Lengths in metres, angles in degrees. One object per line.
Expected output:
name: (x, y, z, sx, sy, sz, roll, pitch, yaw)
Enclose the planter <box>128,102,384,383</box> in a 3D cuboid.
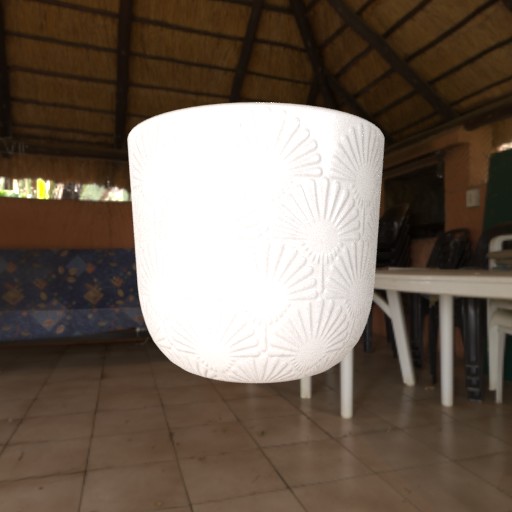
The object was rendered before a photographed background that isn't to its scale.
planter: (0.000, 0.000, 0.304, 0.170, 0.152, 0.170, 0, -1, 0)
